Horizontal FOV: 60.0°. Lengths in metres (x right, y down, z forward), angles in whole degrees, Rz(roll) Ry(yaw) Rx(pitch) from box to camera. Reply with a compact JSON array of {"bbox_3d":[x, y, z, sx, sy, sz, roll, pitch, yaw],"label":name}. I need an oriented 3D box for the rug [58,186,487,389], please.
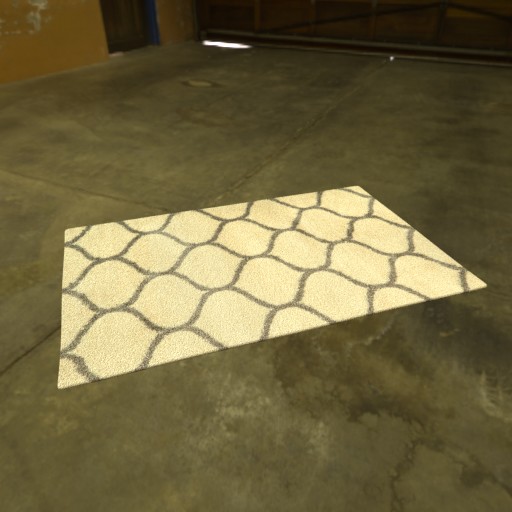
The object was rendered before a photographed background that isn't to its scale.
[{"bbox_3d":[0.000,0.000,2.860,2.348,0.024,1.501,-10,34,-16],"label":"rug"}]
